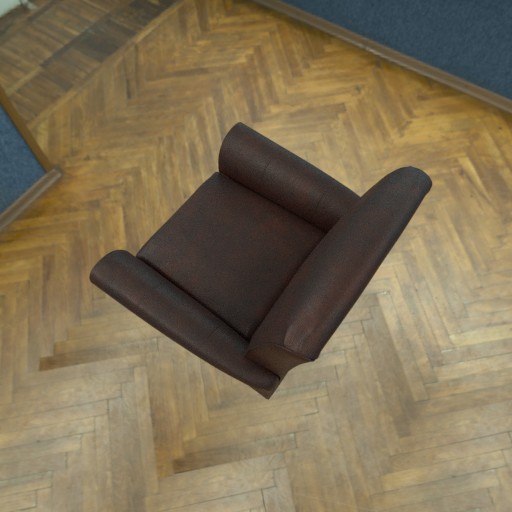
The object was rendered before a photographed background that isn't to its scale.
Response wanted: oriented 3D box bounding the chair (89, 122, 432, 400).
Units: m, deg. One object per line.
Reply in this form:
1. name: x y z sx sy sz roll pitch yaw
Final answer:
1. chair: 0.000 0.000 1.819 0.902 1.061 0.978 33 67 16
